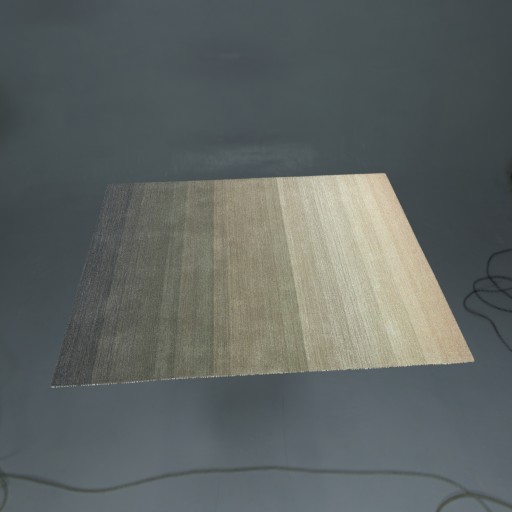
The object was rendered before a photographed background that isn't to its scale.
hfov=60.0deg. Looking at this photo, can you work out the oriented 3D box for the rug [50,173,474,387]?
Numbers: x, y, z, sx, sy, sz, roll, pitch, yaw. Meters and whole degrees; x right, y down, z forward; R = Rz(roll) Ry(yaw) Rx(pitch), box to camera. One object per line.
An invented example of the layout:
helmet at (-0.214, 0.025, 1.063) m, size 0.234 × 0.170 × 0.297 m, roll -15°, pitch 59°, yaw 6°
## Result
rug at (0.000, 0.000, 3.858) m, size 2.932 × 0.015 × 2.315 m, roll -3°, pitch 45°, yaw -3°
